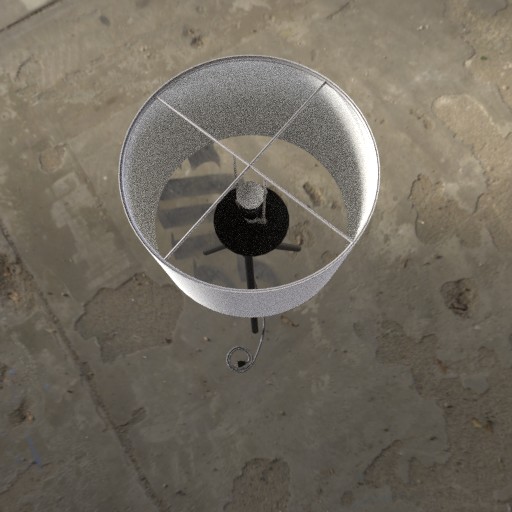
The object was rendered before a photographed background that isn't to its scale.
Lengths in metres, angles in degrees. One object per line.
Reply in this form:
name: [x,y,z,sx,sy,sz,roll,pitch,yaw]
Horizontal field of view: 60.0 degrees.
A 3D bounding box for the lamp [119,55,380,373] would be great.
lamp: [0.000,0.000,0.914,0.353,0.674,0.422,-14,75,-4]
